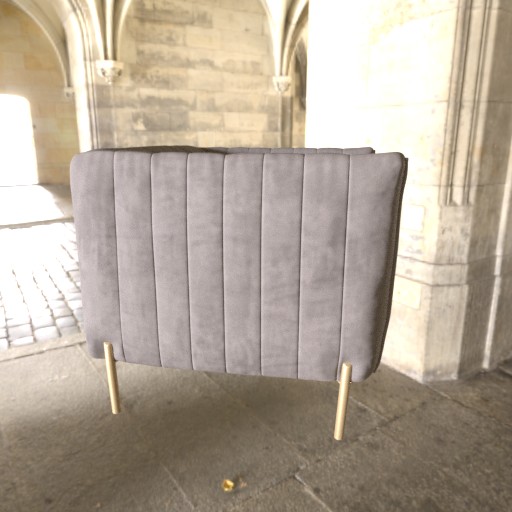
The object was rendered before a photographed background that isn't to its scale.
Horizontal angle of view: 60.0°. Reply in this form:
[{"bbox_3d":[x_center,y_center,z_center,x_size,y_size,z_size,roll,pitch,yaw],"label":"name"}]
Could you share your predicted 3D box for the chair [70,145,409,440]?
[{"bbox_3d":[0.000,0.000,1.613,0.873,0.779,0.981,2,15,9],"label":"chair"}]
